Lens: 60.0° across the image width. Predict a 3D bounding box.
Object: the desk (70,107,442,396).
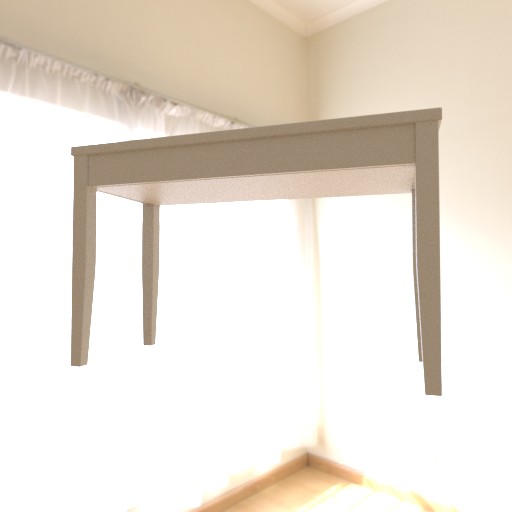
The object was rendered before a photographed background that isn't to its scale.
[{"bbox_3d":[0.000,0.000,1.610,1.220,0.775,0.508,-1,-2,18],"label":"desk"}]
